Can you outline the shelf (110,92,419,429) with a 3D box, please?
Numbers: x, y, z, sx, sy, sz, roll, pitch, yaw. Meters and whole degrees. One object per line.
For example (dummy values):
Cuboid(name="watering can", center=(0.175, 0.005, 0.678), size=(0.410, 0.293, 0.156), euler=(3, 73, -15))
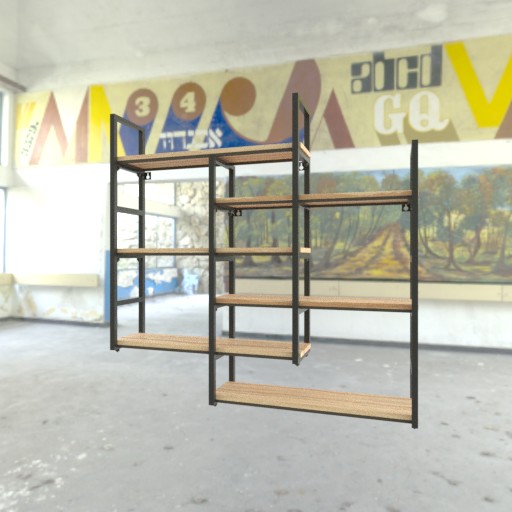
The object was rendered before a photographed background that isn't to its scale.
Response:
Cuboid(name="shelf", center=(0.000, 0.000, 1.381), size=(0.946, 0.921, 0.183), euler=(0, 0, 18))
